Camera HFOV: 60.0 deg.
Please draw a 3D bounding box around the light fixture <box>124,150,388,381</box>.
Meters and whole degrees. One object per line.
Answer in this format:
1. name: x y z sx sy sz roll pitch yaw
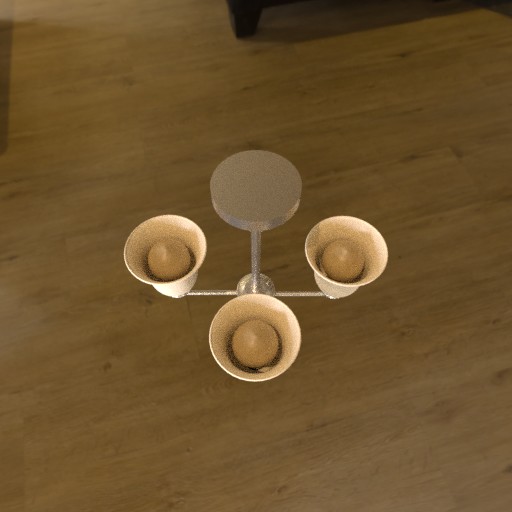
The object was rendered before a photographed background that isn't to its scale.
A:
1. light fixture: 0.000 0.000 0.739 0.427 0.370 0.427 0 59 0
